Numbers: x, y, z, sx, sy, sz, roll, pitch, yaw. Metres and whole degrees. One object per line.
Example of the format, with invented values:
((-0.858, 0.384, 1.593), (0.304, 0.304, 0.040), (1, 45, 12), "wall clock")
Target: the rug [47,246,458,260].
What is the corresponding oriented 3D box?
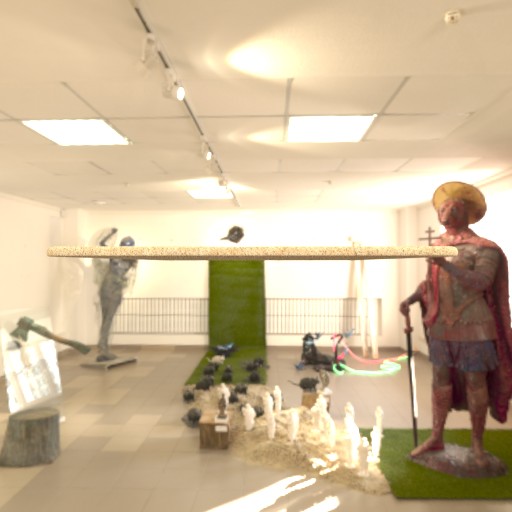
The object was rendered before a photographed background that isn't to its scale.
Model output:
((0.000, 0.000, 3.349), (2.009, 0.048, 2.528), (0, -1, 1), "rug")
